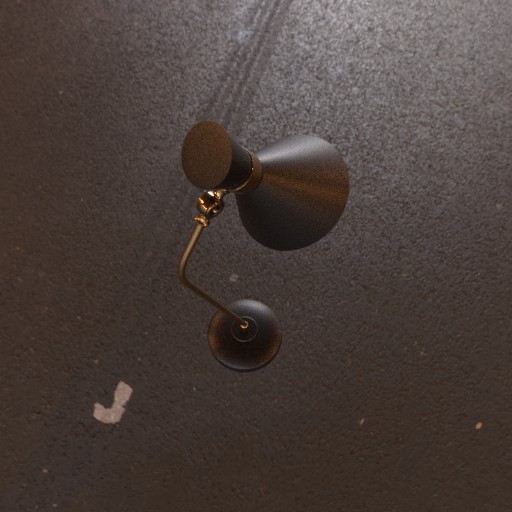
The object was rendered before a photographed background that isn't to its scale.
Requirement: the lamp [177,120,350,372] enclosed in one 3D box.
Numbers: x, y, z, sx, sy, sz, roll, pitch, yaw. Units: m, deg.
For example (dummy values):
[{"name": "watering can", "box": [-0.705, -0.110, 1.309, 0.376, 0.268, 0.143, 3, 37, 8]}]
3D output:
[{"name": "lamp", "box": [0.000, 0.000, 0.781, 0.292, 0.647, 0.189, -32, 63, -19]}]
